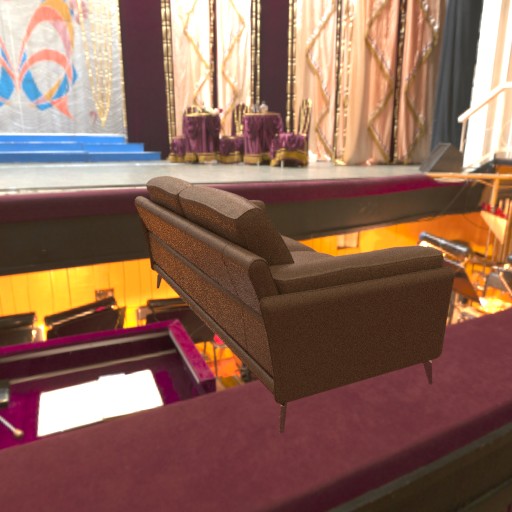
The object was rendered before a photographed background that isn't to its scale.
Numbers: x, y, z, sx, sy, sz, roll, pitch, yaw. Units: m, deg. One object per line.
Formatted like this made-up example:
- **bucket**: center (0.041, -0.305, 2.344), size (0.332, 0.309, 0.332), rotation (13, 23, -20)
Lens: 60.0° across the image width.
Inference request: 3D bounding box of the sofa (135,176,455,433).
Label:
- **sofa**: center (0.000, 0.000, 2.742), size (1.049, 0.930, 2.101), rotation (-7, 16, -25)
